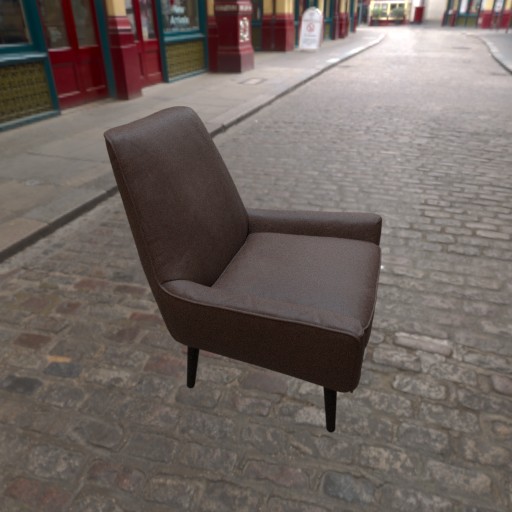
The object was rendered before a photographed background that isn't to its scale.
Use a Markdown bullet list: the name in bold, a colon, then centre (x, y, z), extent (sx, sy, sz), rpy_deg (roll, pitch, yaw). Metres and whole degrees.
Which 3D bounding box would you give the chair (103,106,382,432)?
- **chair**: centre (0.000, 0.000, 1.511), extent (0.824, 0.888, 0.787), rpy_deg (8, 29, 15)
